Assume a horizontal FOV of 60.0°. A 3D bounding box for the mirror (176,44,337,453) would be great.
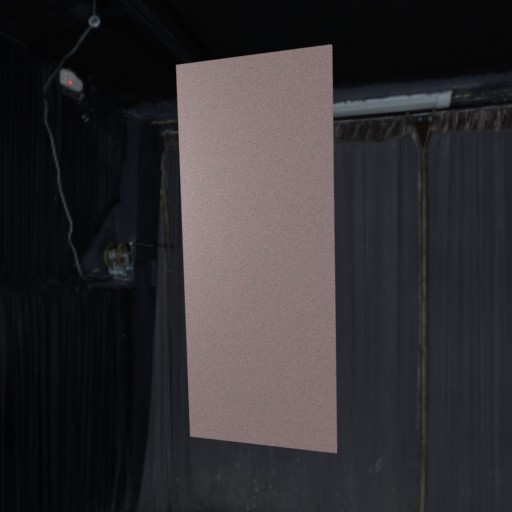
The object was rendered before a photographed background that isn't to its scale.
[{"bbox_3d":[0.000,0.000,2.318,0.812,2.020,0.221,0,-1,16],"label":"mirror"}]
